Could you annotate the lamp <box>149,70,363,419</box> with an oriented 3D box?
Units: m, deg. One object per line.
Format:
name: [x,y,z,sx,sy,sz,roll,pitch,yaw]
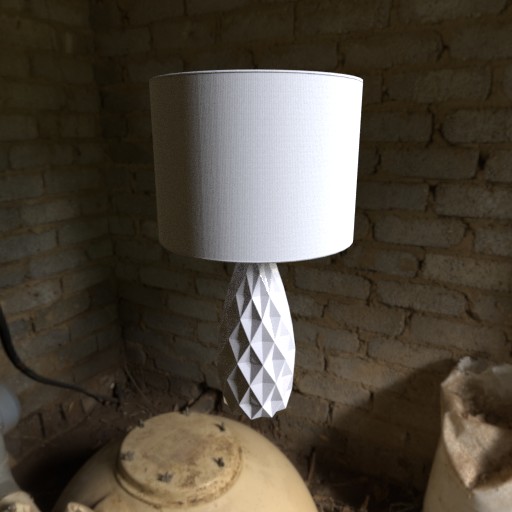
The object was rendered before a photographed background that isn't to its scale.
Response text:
lamp: [0.000,0.000,0.702,0.297,0.522,0.297,0,16,0]
